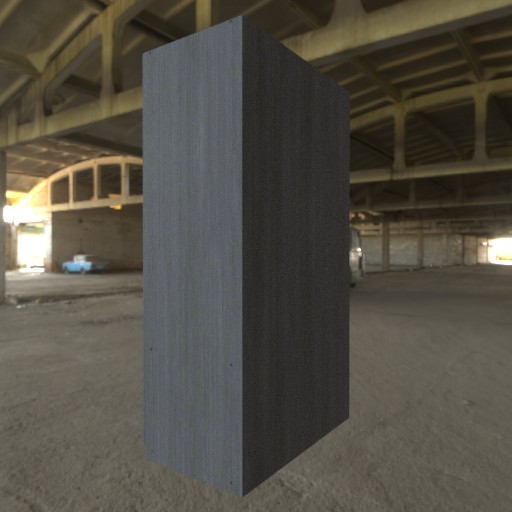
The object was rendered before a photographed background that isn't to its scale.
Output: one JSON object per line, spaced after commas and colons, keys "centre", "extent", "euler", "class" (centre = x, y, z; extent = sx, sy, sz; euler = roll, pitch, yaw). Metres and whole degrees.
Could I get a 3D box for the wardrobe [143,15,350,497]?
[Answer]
{"centre": [0.000, 0.000, 2.230], "extent": [0.577, 1.808, 0.991], "euler": [0, 1, 35], "class": "wardrobe"}
